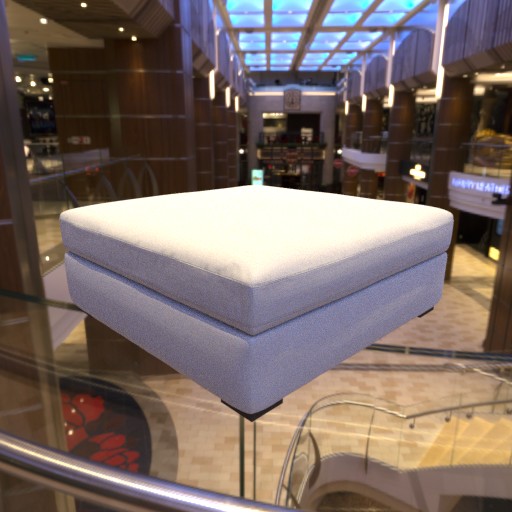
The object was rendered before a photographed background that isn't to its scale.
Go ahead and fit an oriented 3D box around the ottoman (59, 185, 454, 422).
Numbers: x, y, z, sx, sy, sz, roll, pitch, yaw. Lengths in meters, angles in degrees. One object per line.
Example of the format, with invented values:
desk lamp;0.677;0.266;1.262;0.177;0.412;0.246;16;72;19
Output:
ottoman;0.000;0.000;1.821;1.167;0.482;1.163;-15;22;-42
